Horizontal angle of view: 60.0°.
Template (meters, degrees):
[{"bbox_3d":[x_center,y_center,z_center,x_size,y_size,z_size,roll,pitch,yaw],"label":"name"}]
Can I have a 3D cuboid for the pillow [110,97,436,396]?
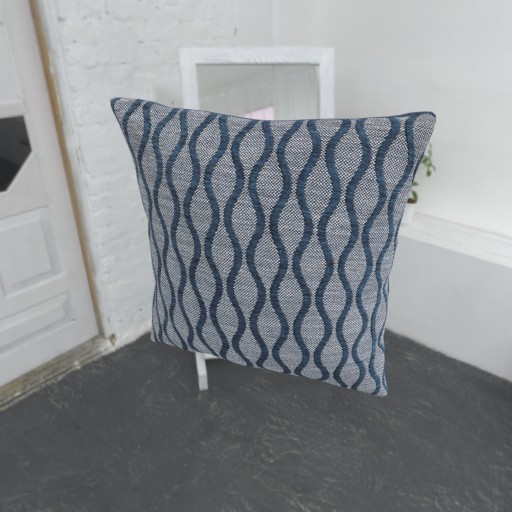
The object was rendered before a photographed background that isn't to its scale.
[{"bbox_3d":[0.000,0.000,0.657,0.435,0.435,0.159,9,30,16],"label":"pillow"}]
